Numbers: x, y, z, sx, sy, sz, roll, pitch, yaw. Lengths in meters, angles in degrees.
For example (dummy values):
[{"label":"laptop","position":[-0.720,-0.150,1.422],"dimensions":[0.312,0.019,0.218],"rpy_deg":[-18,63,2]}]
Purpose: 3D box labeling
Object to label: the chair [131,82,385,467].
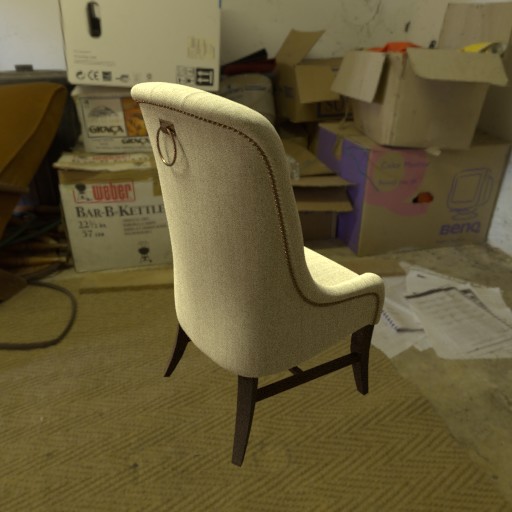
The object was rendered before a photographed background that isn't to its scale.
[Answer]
[{"label":"chair","position":[0.000,0.000,1.458],"dimensions":[0.629,1.091,0.634],"rpy_deg":[-18,31,-32]}]
